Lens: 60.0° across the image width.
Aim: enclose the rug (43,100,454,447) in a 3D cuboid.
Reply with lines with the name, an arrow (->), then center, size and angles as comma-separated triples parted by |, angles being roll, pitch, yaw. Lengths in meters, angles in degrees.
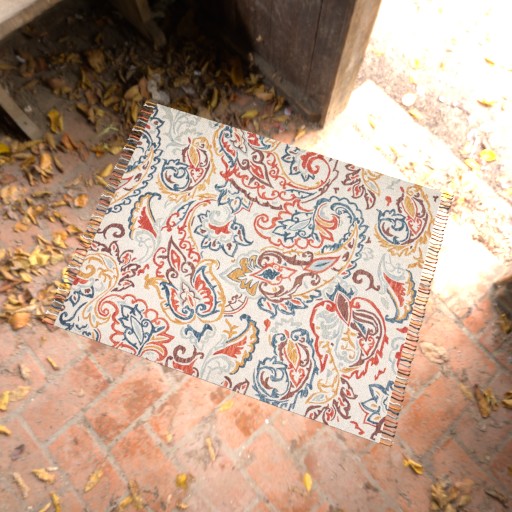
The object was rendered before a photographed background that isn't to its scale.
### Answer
rug -> 0.000, 0.000, 4.194 | 3.274, 0.015, 2.439 | 18, 75, 5
